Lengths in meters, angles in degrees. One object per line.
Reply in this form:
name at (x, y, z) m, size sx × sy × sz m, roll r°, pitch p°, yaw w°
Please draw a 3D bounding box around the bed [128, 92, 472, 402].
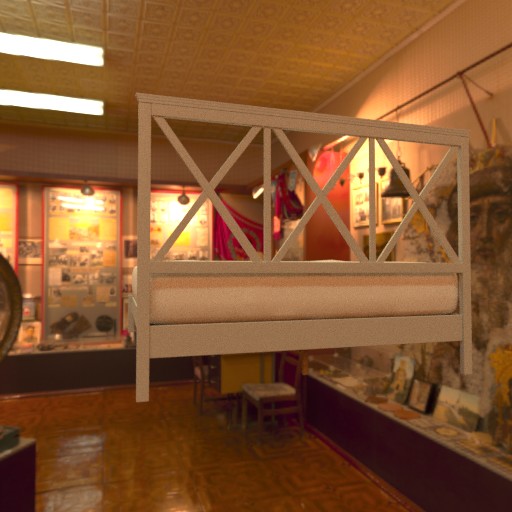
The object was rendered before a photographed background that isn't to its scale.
bed at (0.000, 0.000, 3.049) m, size 1.673 × 1.253 × 2.135 m, roll 1°, pitch -2°, yaw -17°
